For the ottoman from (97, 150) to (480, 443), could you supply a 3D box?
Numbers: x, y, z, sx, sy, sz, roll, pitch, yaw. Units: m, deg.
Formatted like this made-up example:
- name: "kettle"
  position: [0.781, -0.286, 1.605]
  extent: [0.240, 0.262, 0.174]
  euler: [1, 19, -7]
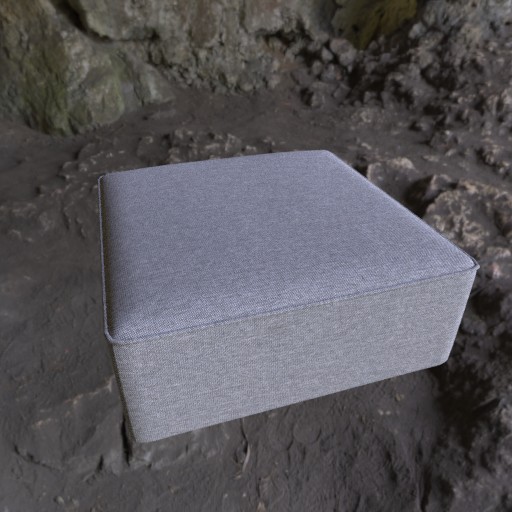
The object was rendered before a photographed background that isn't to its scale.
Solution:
- name: "ottoman"
  position: [0.000, 0.000, 1.575]
  extent: [1.005, 0.455, 1.005]
  euler: [-10, 34, -15]
